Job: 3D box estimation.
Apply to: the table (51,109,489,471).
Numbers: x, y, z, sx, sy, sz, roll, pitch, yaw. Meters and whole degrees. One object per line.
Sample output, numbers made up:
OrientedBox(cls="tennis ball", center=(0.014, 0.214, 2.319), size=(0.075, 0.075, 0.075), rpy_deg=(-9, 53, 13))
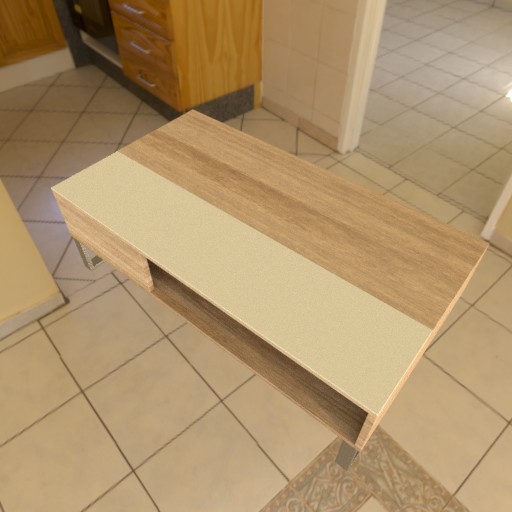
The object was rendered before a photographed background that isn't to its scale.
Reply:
OrientedBox(cls="table", center=(0.000, 0.000, 1.376), size=(1.100, 0.350, 0.600), rpy_deg=(31, 54, 26))
